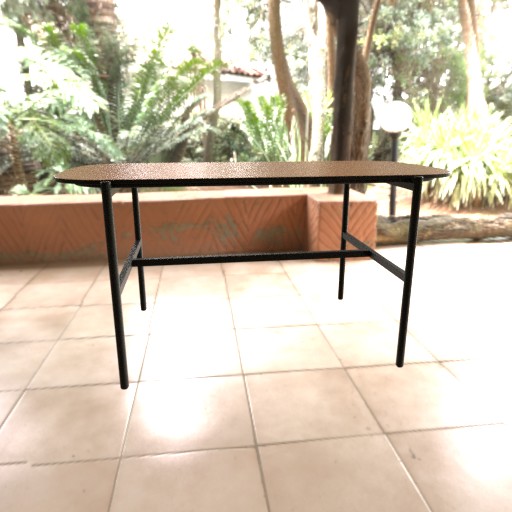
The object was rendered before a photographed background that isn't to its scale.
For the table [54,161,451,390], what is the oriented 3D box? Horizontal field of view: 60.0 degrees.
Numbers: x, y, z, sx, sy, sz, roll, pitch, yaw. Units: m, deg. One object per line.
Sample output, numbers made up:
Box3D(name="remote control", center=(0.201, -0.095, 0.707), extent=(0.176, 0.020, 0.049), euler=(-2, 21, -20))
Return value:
Box3D(name="table", center=(0.000, 0.000, 1.026), extent=(0.800, 0.400, 0.400), euler=(-2, 16, -8))
